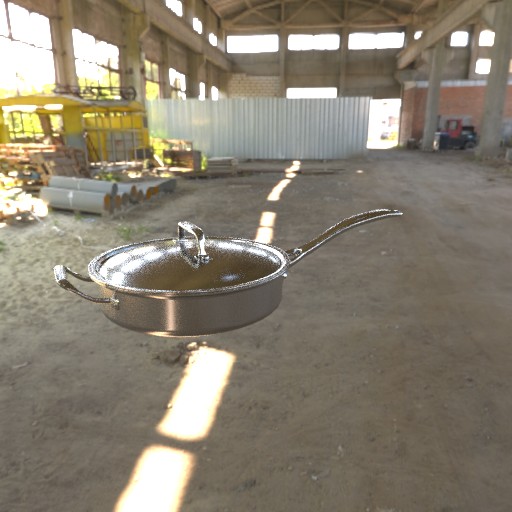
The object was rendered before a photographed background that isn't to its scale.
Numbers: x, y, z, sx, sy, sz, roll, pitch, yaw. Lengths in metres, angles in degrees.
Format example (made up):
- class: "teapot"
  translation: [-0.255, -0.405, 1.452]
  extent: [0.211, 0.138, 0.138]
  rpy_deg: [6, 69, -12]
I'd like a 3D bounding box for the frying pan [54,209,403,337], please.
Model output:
- class: "frying pan"
  translation: [0.000, 0.000, 0.677]
  extent: [0.561, 0.114, 0.280]
  rpy_deg: [-7, 17, -25]
